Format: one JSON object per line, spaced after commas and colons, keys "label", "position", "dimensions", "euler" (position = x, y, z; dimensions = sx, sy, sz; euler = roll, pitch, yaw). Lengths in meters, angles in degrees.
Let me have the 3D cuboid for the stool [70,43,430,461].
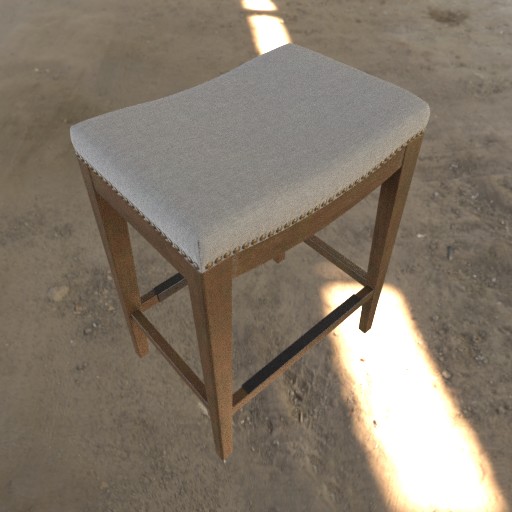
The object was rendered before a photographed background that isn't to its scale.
{"label": "stool", "position": [0.000, 0.000, 0.918], "dimensions": [0.508, 0.660, 0.356], "euler": [-33, 55, -27]}
